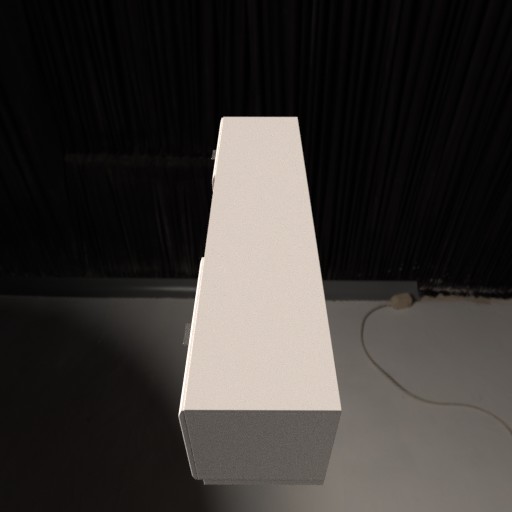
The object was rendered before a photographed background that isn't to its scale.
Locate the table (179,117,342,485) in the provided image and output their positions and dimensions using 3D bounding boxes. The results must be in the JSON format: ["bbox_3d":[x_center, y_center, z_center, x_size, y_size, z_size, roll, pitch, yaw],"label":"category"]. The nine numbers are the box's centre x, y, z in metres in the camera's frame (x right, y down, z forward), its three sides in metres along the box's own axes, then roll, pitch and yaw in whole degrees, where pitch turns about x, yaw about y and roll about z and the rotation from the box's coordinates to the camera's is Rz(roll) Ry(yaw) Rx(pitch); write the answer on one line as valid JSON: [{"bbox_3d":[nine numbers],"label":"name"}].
[{"bbox_3d":[0.000,0.000,1.740,0.400,0.440,1.550,0,42,0],"label":"table"}]
